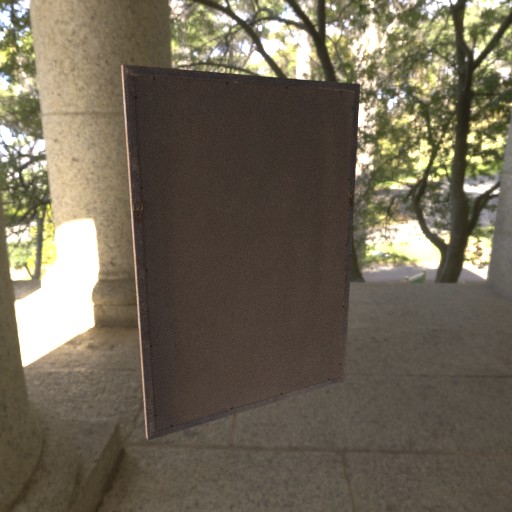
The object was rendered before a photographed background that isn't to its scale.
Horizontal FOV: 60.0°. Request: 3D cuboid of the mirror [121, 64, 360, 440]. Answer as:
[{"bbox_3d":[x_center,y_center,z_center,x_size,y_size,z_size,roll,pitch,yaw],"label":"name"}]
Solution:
[{"bbox_3d":[0.000,0.000,1.308,0.705,0.996,0.025,-7,15,-27],"label":"mirror"}]
